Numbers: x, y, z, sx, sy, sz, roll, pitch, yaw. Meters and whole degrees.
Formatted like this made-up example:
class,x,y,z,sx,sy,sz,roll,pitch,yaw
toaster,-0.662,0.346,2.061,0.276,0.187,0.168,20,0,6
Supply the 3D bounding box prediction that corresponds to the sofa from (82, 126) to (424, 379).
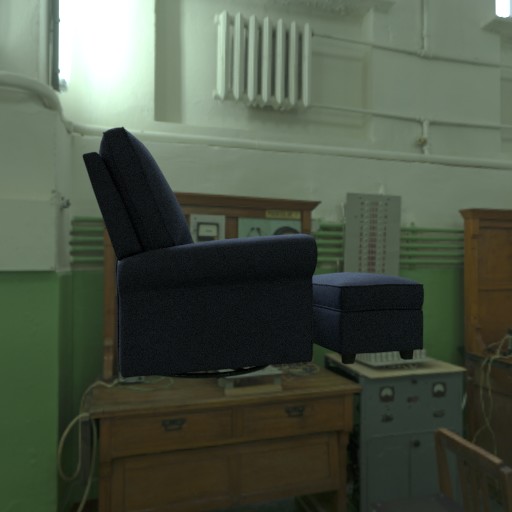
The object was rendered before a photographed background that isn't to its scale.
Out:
class,x,y,z,sx,sy,sz,roll,pitch,yaw
sofa,0.000,0.000,2.080,1.478,0.959,0.880,0,-1,-17
